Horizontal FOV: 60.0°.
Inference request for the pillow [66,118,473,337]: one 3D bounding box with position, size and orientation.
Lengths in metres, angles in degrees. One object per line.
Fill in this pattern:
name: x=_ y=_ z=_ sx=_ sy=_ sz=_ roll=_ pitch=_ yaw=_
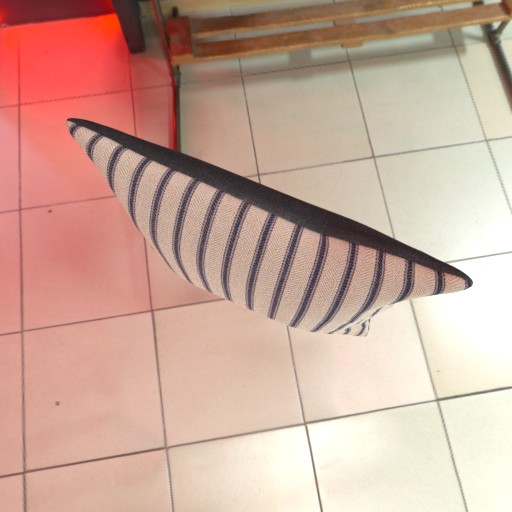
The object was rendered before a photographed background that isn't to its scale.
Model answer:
pillow: x=0.000 y=0.000 z=0.669 sx=0.468 sy=0.444 sz=0.138 roll=23 pitch=75 yaw=6
